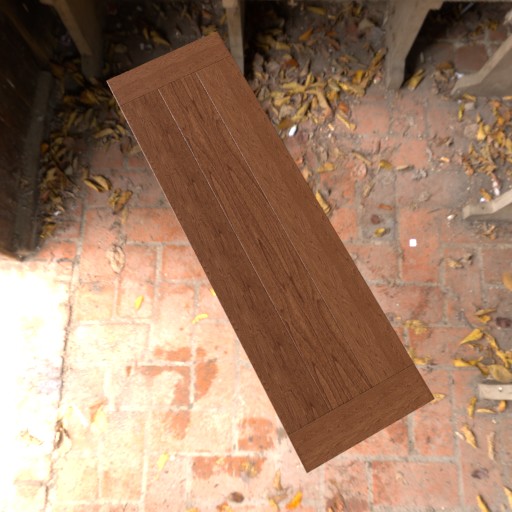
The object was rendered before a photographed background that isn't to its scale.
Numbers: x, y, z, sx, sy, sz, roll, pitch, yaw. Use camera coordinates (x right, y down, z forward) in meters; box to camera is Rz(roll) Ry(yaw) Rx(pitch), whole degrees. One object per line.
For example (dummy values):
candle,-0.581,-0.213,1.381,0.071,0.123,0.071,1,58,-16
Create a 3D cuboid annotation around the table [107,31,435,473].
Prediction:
table,0.000,0.000,1.890,0.461,0.852,1.478,-27,78,-6
